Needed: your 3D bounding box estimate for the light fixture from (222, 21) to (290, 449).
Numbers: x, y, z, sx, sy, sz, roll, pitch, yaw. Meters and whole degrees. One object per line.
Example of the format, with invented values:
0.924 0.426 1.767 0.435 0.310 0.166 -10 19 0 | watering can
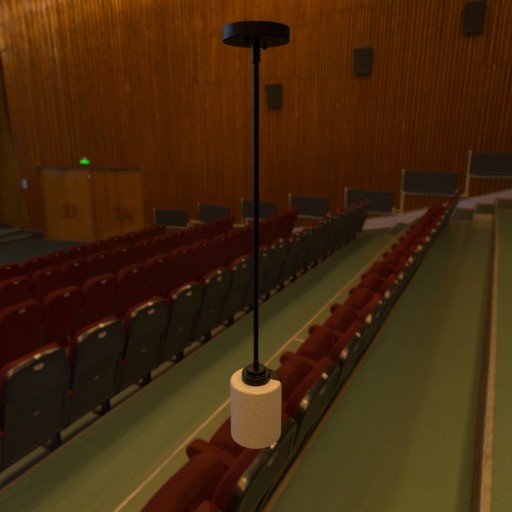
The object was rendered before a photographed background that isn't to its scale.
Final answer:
0.000 0.000 0.928 0.123 0.863 0.123 8 18 26 | light fixture
